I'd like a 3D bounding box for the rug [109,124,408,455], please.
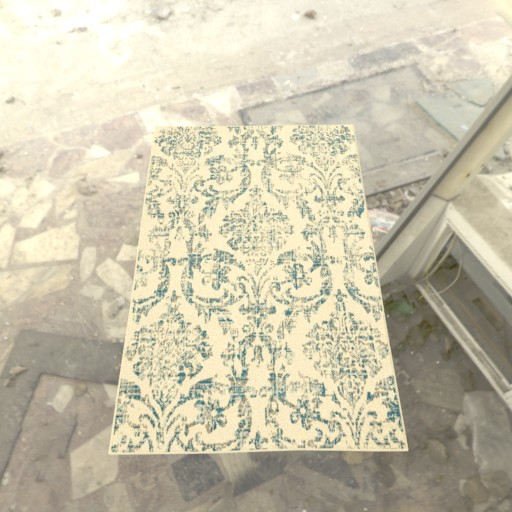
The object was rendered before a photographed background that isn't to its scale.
[{"bbox_3d":[0.000,0.000,2.244,1.213,0.012,1.831,-1,60,0],"label":"rug"}]
